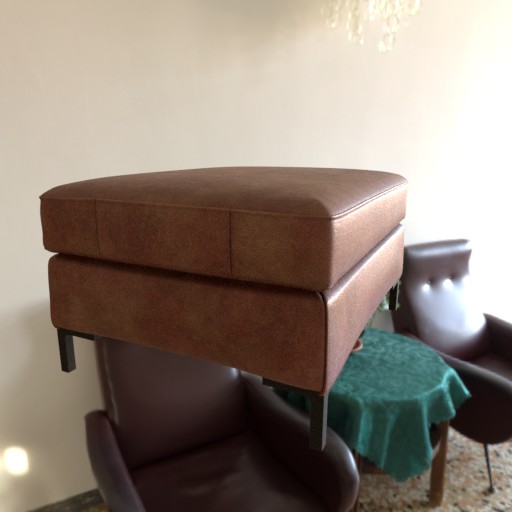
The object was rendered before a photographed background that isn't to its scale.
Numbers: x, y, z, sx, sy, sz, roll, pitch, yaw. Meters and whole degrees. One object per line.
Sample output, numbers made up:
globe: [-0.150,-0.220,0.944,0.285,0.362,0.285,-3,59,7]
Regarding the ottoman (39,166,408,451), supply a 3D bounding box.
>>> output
ottoman: [0.000,0.000,1.737,0.965,0.667,1.186,7,16,26]
